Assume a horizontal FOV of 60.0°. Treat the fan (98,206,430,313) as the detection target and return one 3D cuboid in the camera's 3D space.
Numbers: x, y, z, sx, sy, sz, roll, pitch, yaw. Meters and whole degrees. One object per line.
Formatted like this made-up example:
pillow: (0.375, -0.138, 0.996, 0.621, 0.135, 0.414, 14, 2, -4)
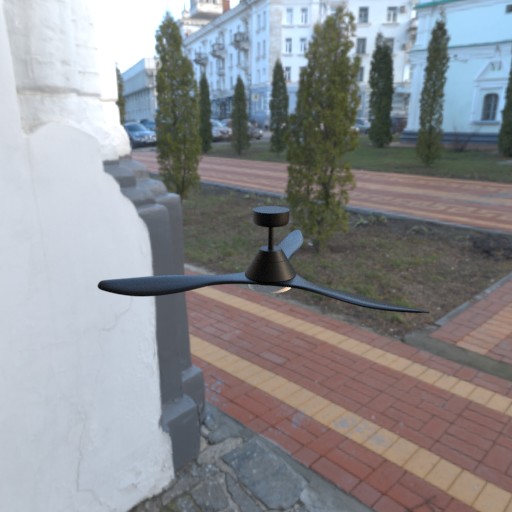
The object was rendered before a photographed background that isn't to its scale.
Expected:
fan: (0.000, 0.000, 1.620, 1.067, 0.305, 1.067, -9, 19, -27)
